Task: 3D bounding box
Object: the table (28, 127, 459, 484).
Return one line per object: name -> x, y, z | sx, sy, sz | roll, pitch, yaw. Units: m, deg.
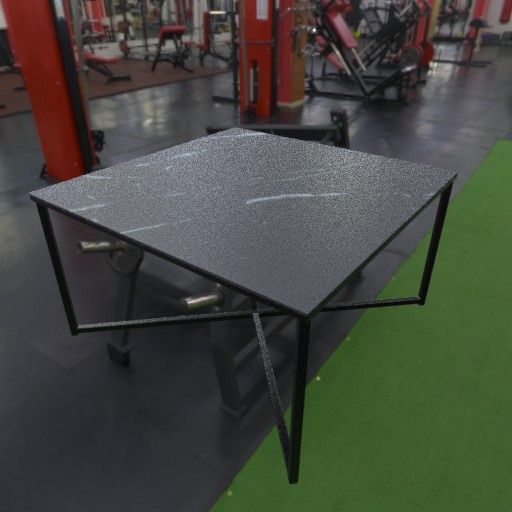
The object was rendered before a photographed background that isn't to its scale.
table -> 0.000, 0.000, 1.269 | 0.800, 0.450, 0.800 | 21, 36, 31
